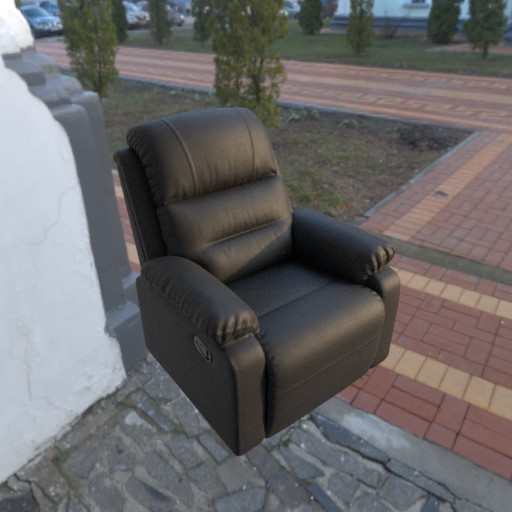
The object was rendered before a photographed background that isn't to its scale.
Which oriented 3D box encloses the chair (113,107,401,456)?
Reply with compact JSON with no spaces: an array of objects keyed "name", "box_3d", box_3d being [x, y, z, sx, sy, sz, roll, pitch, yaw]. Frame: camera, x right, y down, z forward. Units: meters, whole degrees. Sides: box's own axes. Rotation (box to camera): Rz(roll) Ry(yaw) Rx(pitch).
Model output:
[{"name":"chair","box_3d":[0.000,0.000,1.743,0.855,0.992,0.919,-21,36,-32]}]
